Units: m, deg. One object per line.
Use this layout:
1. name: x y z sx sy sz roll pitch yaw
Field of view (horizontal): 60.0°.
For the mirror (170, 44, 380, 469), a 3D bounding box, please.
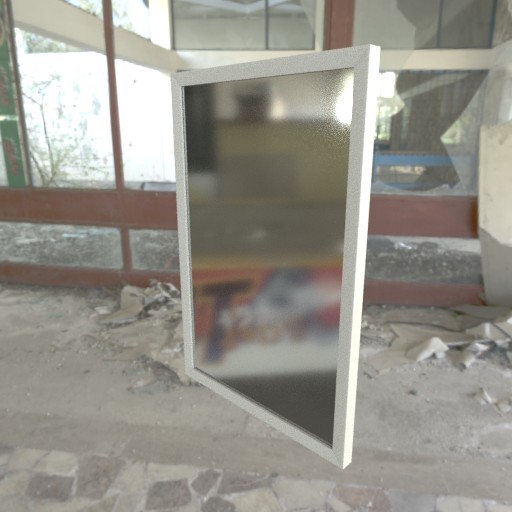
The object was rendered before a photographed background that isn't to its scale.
1. mirror: 0.000 0.000 1.134 0.609 0.914 0.041 15 22 42
